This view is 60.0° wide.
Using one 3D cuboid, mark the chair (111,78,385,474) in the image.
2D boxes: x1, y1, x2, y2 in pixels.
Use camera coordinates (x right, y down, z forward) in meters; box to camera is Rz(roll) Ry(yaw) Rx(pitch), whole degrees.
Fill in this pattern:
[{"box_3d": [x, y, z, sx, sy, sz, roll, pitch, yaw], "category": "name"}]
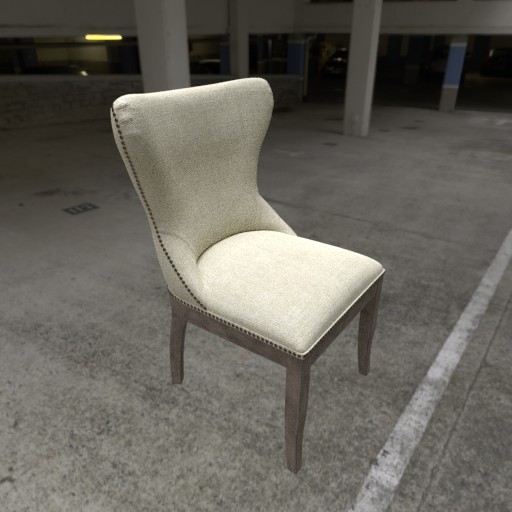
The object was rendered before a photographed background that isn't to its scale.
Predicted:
[{"box_3d": [0.000, 0.000, 1.422, 0.681, 1.002, 0.654, 18, 32, 31], "category": "chair"}]
